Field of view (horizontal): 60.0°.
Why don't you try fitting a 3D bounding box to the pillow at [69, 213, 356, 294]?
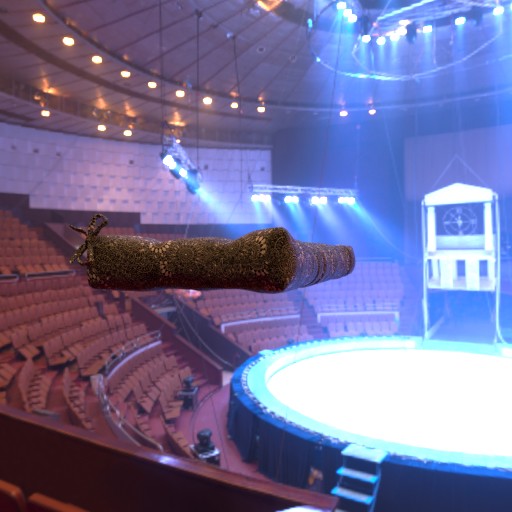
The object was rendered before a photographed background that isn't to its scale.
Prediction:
[{"bbox_3d":[0.000,0.000,1.388,0.511,0.174,1.194,0,-1,18],"label":"pillow"}]
